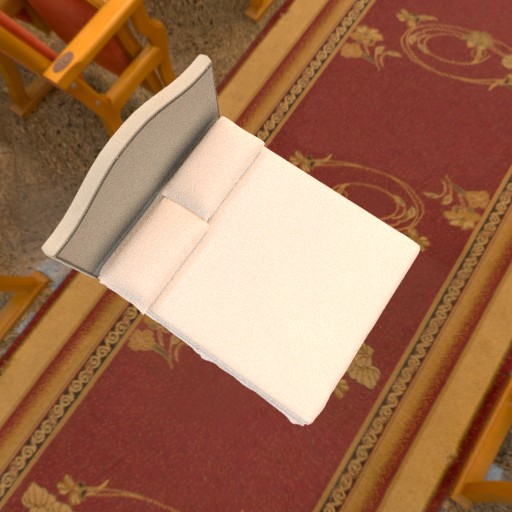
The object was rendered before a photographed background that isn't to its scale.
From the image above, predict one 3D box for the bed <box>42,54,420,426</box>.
[{"bbox_3d":[0.000,0.000,3.410,2.180,1.607,1.813,34,79,7],"label":"bed"}]
